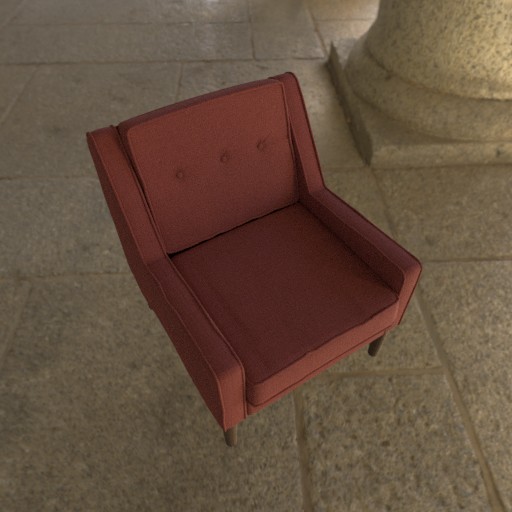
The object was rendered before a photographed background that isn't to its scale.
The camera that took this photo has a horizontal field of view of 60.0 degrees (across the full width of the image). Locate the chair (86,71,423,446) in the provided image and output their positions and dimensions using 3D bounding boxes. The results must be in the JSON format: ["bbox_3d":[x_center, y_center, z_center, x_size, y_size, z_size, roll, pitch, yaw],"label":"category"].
[{"bbox_3d":[0.000,0.000,1.386,0.680,0.812,0.770,-25,53,-21],"label":"chair"}]
